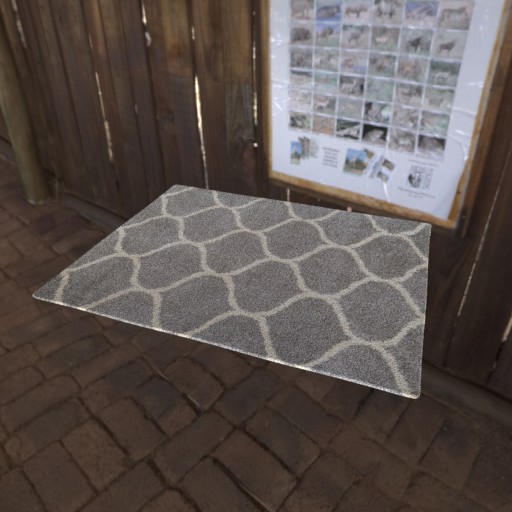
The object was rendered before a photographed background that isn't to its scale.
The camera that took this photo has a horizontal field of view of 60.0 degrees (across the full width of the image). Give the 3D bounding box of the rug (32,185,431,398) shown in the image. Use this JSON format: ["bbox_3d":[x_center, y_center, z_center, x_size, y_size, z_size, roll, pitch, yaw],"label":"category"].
[{"bbox_3d":[0.000,0.000,4.086,3.000,0.026,2.399,11,34,17],"label":"rug"}]
